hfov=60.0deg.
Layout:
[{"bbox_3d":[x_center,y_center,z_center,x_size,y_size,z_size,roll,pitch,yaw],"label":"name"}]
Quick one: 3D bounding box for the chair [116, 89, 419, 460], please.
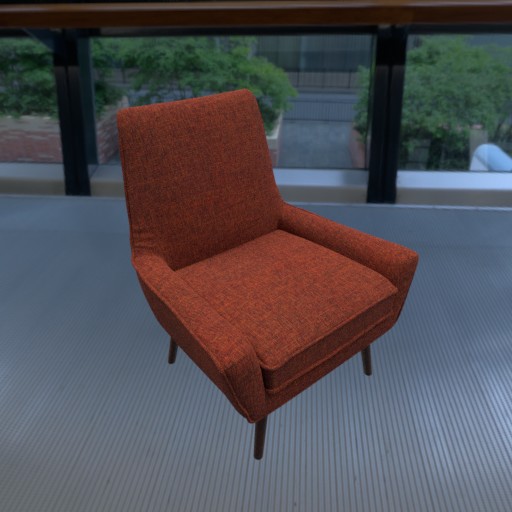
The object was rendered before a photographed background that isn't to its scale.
[{"bbox_3d":[0.000,0.000,1.478,0.803,0.911,0.784,-23,38,-33],"label":"chair"}]
